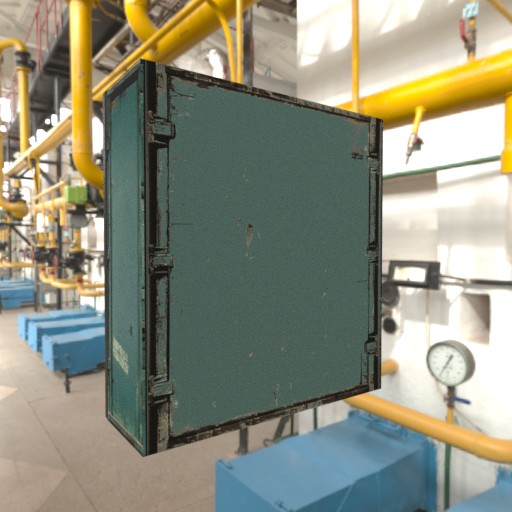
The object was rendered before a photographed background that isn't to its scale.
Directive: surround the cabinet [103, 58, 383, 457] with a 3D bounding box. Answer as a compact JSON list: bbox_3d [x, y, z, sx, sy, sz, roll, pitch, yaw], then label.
[{"bbox_3d":[0.000,0.000,3.253,2.000,2.160,0.680,-1,2,-35],"label":"cabinet"}]
